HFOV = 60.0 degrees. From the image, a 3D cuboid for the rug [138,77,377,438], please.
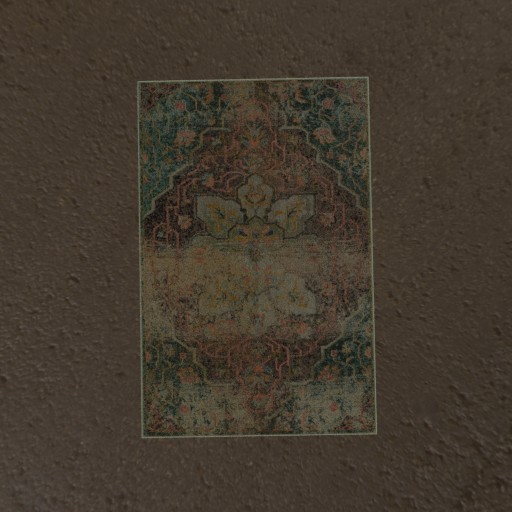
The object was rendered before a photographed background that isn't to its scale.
[{"bbox_3d":[0.000,0.000,2.901,1.566,0.004,2.363,0,89,0],"label":"rug"}]
